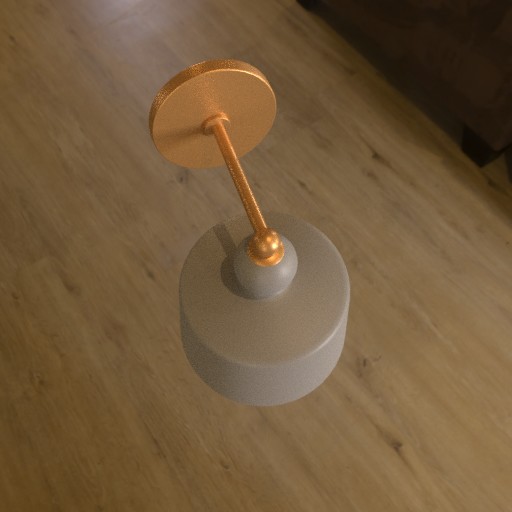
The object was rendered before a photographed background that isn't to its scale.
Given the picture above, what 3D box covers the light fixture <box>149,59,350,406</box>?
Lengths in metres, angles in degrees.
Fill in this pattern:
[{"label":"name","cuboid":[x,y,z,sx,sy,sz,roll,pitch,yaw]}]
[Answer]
[{"label":"light fixture","cuboid":[0.000,0.000,0.445,0.204,0.268,0.254,-18,64,-9]}]
